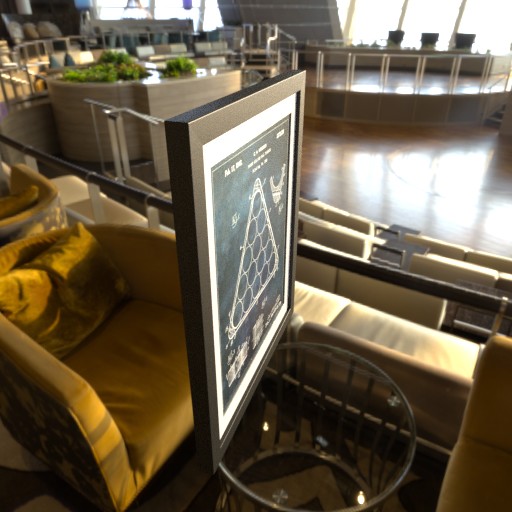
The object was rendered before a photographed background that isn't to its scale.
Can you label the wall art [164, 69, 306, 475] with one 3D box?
[{"bbox_3d":[0.000,0.000,0.710,0.025,0.508,0.432,10,31,17],"label":"wall art"}]
